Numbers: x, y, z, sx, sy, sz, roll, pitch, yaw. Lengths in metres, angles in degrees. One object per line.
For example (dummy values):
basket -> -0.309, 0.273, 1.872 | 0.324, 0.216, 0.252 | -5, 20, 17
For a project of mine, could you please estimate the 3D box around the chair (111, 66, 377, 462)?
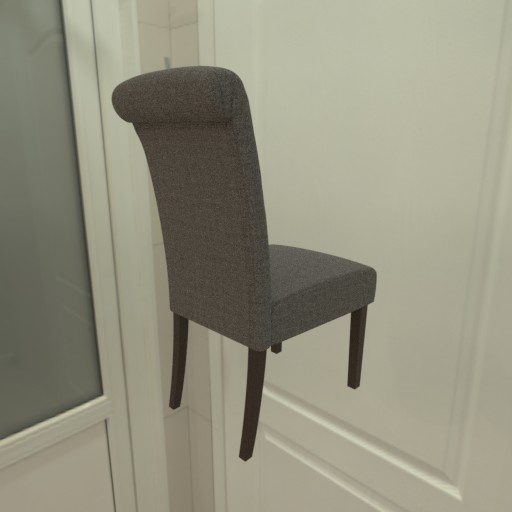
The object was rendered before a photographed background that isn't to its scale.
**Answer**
chair -> 0.000, 0.000, 1.350 | 0.456, 1.006, 0.671 | 15, 21, 43
